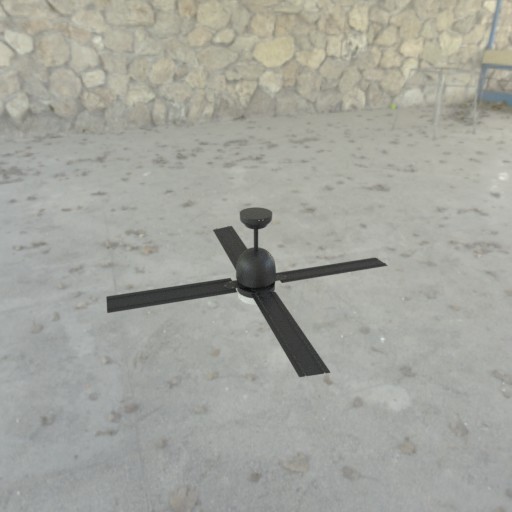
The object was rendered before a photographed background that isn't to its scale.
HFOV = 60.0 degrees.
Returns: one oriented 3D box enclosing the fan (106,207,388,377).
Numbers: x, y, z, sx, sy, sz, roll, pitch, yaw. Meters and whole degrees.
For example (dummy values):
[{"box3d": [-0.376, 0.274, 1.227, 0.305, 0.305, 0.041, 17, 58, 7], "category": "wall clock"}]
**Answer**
[{"box3d": [0.000, 0.000, 1.985, 1.319, 0.410, 1.319, -9, 28, -17], "category": "fan"}]
